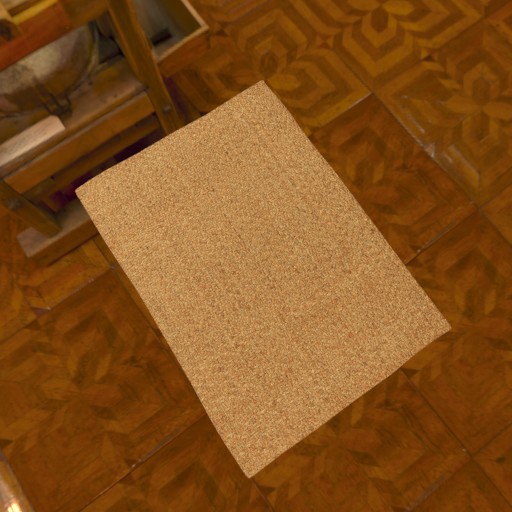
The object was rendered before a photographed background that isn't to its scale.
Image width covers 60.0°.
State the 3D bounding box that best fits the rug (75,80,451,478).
[{"bbox_3d":[0.000,0.000,2.866,1.566,0.013,2.141,-33,78,-8],"label":"rug"}]
